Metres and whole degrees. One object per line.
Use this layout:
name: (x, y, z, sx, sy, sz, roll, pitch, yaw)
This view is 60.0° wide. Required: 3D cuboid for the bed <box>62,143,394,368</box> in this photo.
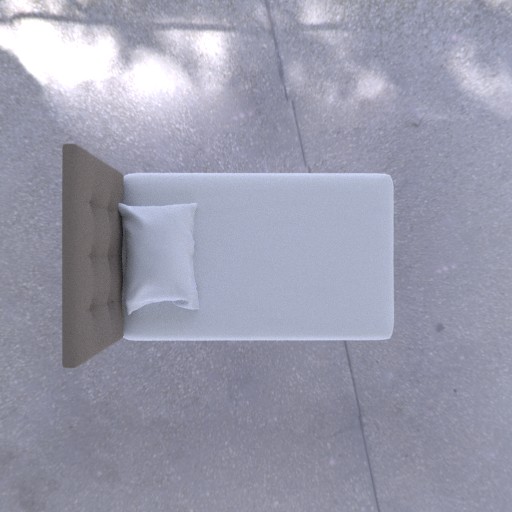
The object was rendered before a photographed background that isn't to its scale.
bed: (0.000, 0.000, 3.009, 1.997, 1.571, 1.261, 0, 90, -1)
